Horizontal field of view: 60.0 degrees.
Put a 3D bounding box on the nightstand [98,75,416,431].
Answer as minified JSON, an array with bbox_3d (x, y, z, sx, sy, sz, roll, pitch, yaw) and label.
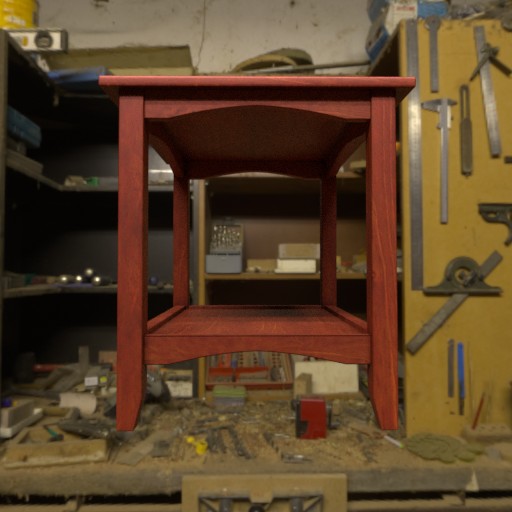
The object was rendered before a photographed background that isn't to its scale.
[{"bbox_3d":[0.000,0.000,0.972,0.501,0.558,0.558,0,-1,-1],"label":"nightstand"}]
